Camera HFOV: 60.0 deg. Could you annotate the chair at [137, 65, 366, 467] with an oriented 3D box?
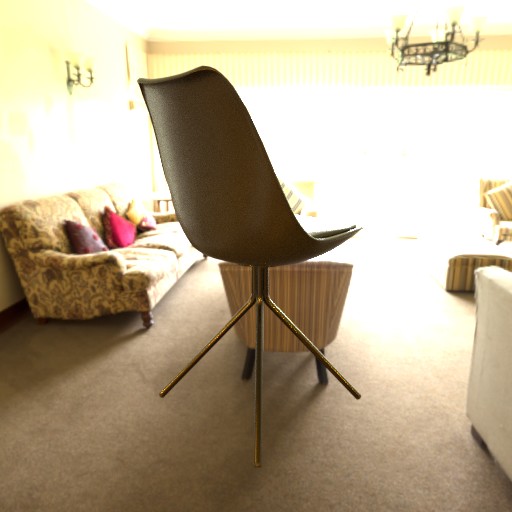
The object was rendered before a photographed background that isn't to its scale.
[{"bbox_3d":[0.000,0.000,1.160,0.525,0.850,0.461,-14,20,-42],"label":"chair"}]
